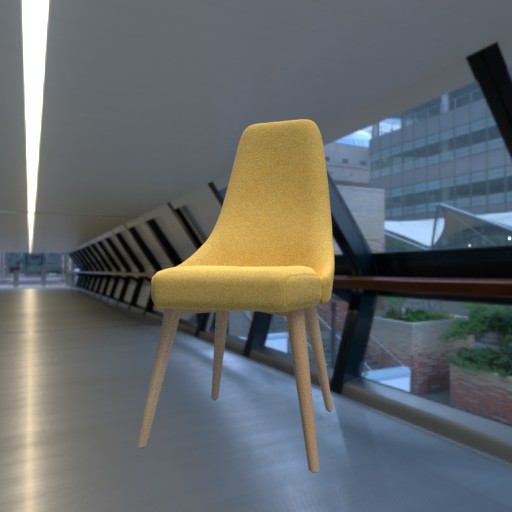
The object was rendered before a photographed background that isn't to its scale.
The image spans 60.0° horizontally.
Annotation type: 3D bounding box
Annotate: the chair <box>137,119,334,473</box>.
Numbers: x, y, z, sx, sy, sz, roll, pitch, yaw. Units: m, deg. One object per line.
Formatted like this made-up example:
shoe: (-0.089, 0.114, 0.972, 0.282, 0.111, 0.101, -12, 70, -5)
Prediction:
chair: (0.000, 0.000, 1.401, 0.510, 1.040, 0.660, 0, -1, 17)
